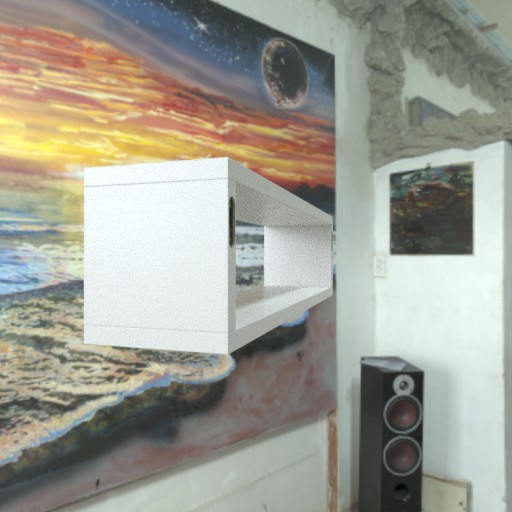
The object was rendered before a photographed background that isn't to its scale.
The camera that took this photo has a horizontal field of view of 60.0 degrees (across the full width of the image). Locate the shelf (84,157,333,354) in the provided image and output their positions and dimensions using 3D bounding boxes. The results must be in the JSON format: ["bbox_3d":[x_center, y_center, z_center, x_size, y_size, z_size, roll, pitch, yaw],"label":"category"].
[{"bbox_3d":[0.000,0.000,0.694,0.150,0.170,0.610,0,0,18],"label":"shelf"}]
